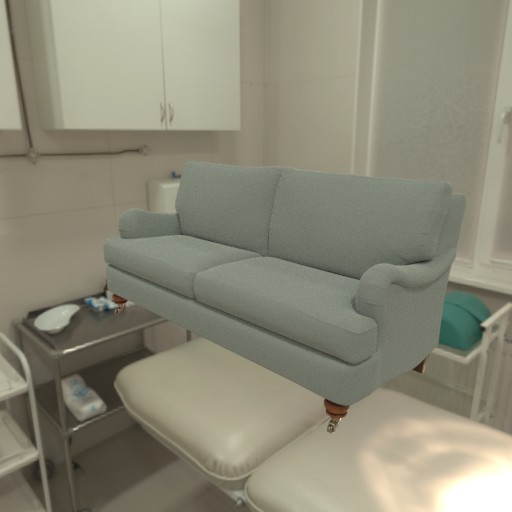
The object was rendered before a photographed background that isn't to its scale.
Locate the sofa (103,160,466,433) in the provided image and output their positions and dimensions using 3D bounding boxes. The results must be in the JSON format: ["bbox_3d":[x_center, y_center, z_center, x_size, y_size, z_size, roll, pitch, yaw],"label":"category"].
[{"bbox_3d":[0.000,0.000,2.832,2.193,1.096,1.069,15,21,42],"label":"sofa"}]
